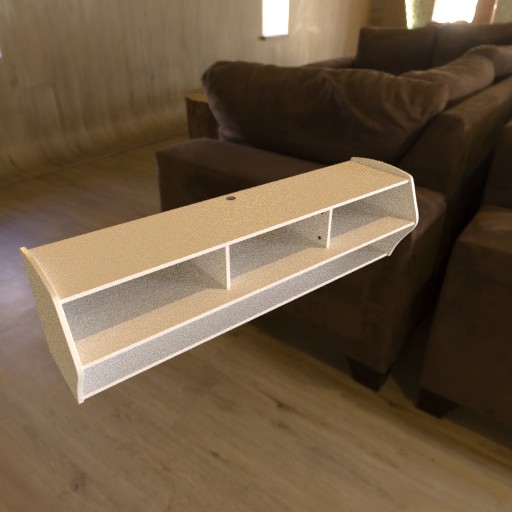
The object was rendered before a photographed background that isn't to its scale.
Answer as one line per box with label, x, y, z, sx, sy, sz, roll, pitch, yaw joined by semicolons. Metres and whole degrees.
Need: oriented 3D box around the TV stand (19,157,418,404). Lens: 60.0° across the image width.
TV stand;0.000;0.000;1.668;1.473;0.424;0.397;-21;36;-32
